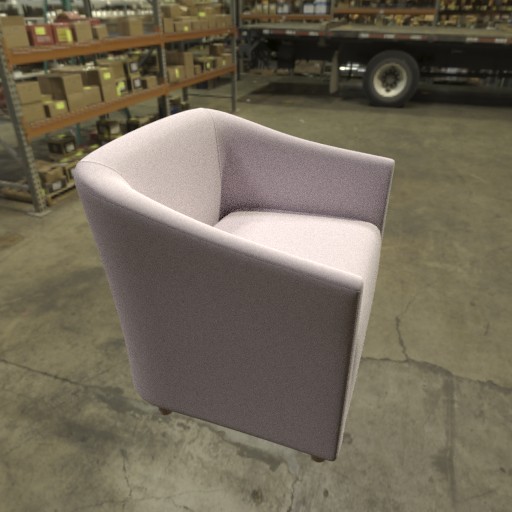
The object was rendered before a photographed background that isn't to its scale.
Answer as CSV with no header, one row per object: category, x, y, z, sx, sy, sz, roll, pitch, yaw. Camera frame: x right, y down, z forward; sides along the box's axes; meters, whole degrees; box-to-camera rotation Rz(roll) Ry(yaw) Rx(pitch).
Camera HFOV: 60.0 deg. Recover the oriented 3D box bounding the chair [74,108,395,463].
chair,0.000,0.000,1.326,0.700,0.720,0.790,10,31,17
